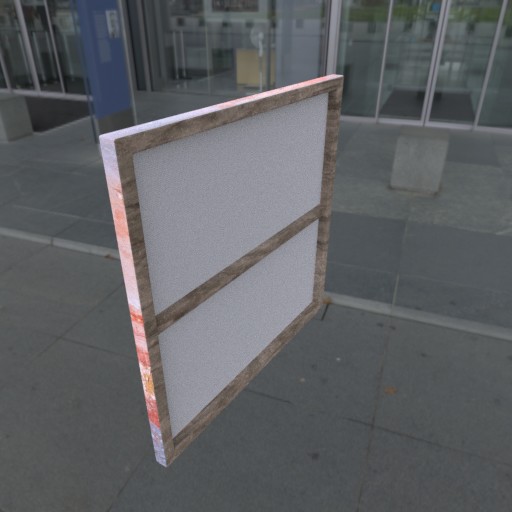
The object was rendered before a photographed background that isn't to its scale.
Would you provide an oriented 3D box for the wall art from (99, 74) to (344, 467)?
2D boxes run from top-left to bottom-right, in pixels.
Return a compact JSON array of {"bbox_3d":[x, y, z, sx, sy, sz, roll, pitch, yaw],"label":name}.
[{"bbox_3d":[0.000,0.000,1.086,0.035,0.747,0.747,20,35,30],"label":"wall art"}]
